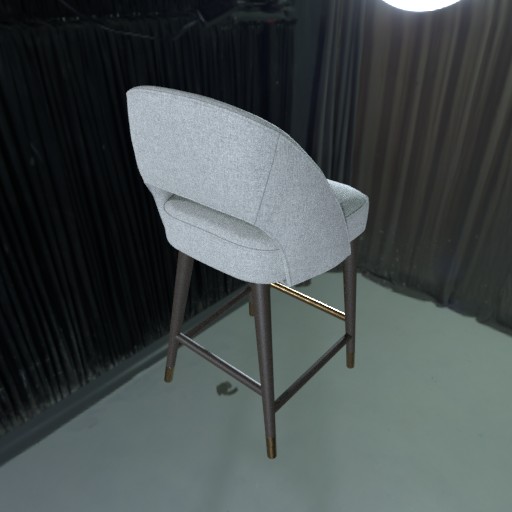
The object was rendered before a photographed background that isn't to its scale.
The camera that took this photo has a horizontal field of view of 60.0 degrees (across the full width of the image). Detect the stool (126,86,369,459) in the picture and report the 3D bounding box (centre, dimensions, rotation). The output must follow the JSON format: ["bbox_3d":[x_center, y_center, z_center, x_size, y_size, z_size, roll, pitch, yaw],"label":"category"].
[{"bbox_3d":[0.000,0.000,1.207,0.494,0.940,0.509,23,39,33],"label":"stool"}]
